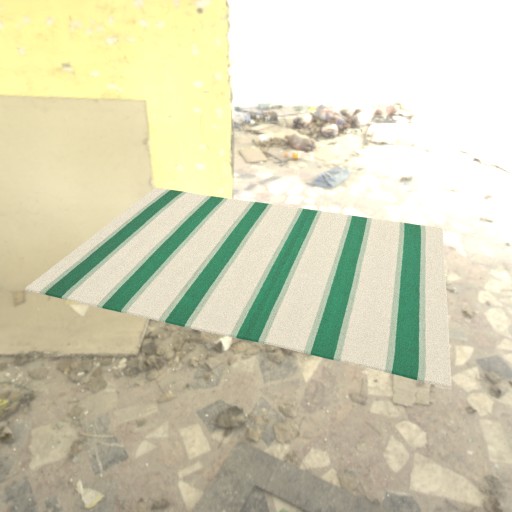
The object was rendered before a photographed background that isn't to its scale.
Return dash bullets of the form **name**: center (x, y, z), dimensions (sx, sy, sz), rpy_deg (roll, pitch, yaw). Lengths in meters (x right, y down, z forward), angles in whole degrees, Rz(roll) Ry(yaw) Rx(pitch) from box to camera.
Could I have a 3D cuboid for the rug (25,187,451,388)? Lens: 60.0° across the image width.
- **rug**: center (0.000, 0.000, 2.268), dimensions (1.829, 0.012, 1.210), rpy_deg (10, 34, 15)
